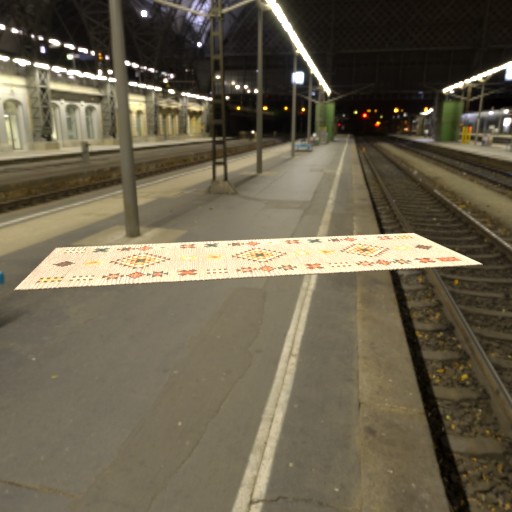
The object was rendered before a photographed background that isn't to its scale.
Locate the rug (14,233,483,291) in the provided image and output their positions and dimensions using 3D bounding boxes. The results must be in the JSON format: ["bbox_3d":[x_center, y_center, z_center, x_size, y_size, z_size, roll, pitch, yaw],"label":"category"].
[{"bbox_3d":[0.000,0.000,2.634,2.432,0.008,0.766,-3,16,-9],"label":"rug"}]
